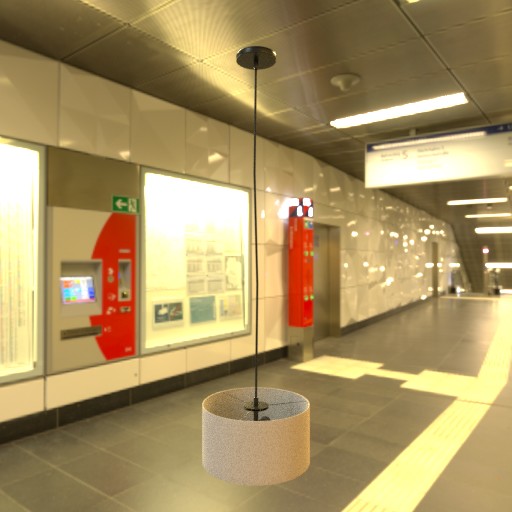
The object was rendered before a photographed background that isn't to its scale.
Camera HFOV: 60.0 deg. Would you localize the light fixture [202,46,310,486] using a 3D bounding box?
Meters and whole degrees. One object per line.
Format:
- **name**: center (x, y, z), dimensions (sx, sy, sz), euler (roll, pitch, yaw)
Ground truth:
- **light fixture**: center (0.000, 0.000, 1.666), dimensions (0.399, 1.516, 0.399), euler (0, -1, 0)
